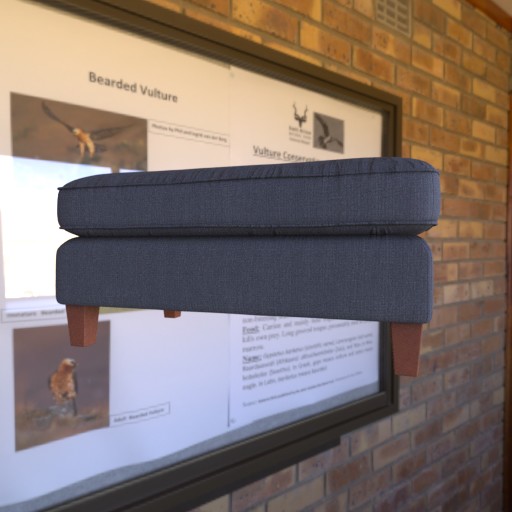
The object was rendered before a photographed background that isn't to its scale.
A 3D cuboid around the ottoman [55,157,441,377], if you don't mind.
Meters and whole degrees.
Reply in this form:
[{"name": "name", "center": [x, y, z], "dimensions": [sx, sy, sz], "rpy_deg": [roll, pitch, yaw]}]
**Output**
[{"name": "ottoman", "center": [0.000, 0.000, 1.181], "dimensions": [0.885, 0.438, 0.570], "rpy_deg": [1, 2, 19]}]
